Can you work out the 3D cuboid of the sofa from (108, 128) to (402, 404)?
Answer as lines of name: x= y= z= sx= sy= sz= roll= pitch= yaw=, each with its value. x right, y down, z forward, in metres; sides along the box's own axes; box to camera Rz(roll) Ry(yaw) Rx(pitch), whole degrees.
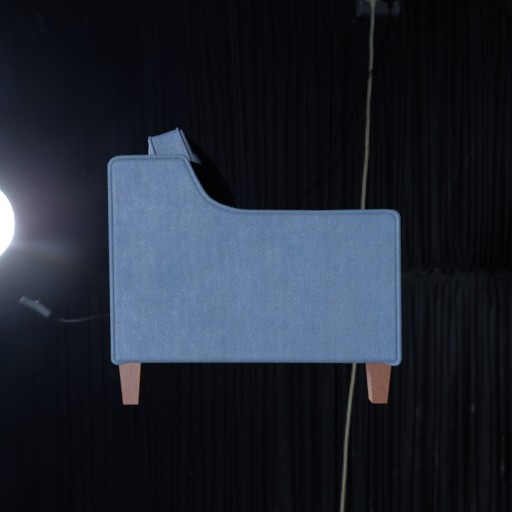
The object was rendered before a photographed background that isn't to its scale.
sofa: x=0.000 y=0.000 z=2.203 sx=0.987 sy=0.971 sz=1.501 roll=0 pitch=1 yaw=-1
